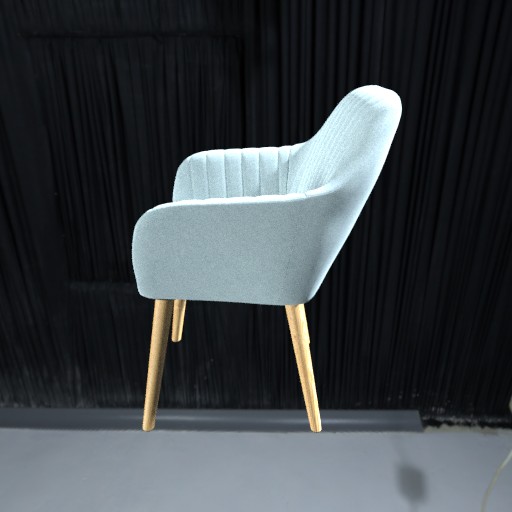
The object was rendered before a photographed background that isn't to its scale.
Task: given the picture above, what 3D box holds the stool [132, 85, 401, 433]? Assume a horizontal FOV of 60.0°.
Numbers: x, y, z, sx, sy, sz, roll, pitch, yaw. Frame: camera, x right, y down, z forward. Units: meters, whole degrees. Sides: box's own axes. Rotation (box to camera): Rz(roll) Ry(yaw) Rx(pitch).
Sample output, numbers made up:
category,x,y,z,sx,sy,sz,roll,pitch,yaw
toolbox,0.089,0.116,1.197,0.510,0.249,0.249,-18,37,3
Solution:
category,x,y,z,sx,sy,sz,roll,pitch,yaw
stool,0.000,0.000,1.166,0.590,0.830,0.503,1,25,1
